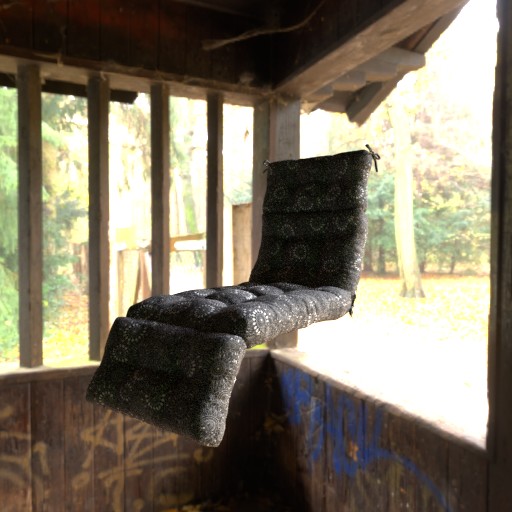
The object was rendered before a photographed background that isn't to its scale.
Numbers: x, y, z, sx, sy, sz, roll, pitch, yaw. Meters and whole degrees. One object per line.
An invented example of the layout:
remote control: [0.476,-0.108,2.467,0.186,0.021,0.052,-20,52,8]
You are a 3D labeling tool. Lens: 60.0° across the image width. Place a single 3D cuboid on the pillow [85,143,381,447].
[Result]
pillow: [0.000,0.000,1.517,0.526,0.863,1.016,1,2,37]
